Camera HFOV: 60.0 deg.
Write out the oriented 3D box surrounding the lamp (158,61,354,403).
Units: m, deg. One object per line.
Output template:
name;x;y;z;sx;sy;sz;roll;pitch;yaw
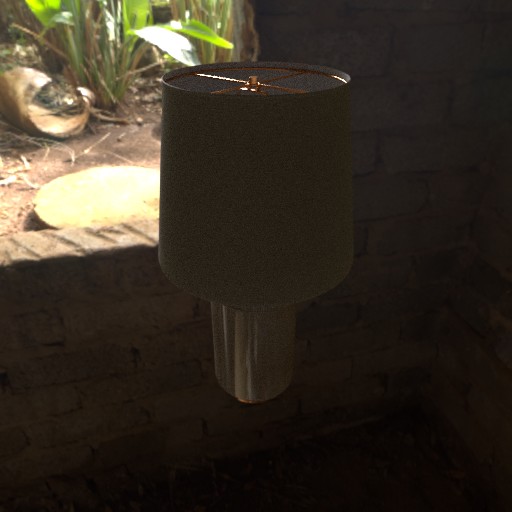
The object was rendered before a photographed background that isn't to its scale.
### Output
lamp;0.000;0.000;0.444;0.189;0.340;0.189;0;32;0
